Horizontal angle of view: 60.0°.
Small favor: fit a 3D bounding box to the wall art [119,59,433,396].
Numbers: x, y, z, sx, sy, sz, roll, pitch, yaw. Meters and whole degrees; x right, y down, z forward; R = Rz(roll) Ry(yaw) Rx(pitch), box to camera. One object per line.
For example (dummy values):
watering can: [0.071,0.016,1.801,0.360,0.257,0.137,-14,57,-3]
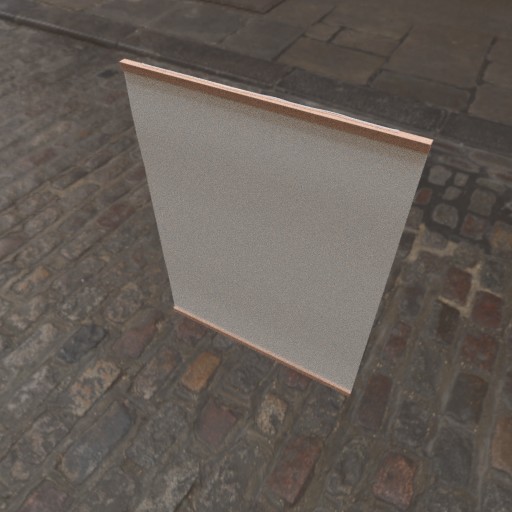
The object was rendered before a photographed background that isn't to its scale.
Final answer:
wall art: [0.000,0.000,1.320,0.758,1.013,0.020,22,50,20]
